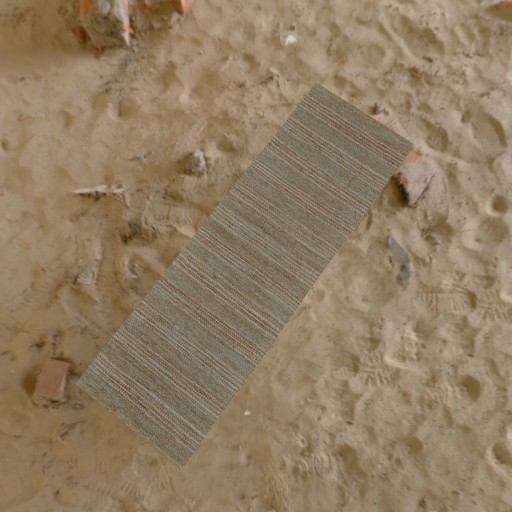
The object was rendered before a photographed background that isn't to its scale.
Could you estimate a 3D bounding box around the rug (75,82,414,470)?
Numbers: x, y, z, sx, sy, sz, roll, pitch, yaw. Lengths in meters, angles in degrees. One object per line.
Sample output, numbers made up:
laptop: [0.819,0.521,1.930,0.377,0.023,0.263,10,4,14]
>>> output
rug: [0.000,0.000,2.717,0.783,0.006,2.438,36,79,8]
